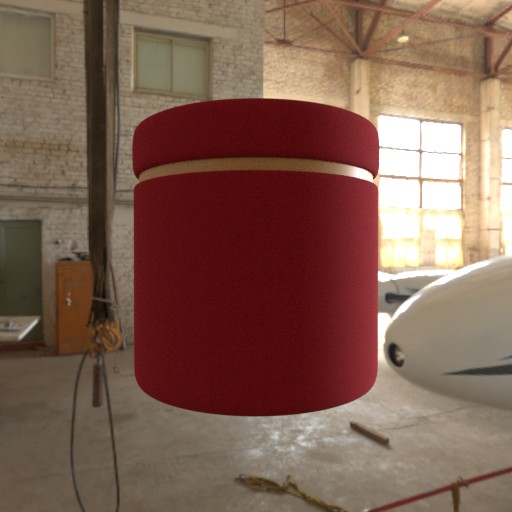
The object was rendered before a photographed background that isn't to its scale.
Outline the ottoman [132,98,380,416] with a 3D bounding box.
[{"bbox_3d":[0.000,0.000,0.745,0.400,0.406,0.400,0,1,0],"label":"ottoman"}]
